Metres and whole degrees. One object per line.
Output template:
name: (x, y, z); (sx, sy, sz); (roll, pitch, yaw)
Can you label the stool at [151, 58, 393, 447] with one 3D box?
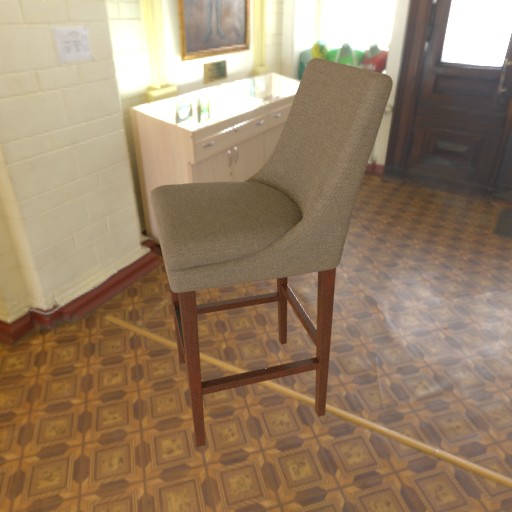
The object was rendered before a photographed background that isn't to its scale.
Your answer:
stool: (0.000, 0.000, 1.370); (0.577, 1.078, 0.470); (-8, 30, -14)
